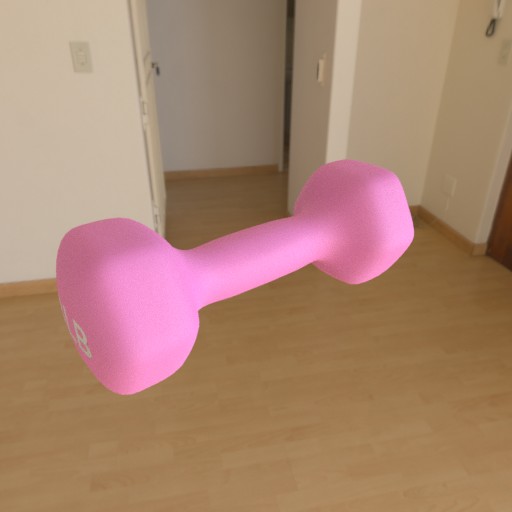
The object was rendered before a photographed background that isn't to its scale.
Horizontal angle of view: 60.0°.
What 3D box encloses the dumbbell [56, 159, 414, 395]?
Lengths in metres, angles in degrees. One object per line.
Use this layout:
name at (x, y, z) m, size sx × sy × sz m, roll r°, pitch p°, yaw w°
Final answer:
dumbbell at (0.000, 0.000, 0.193) m, size 0.159 × 0.058 × 0.064 m, roll -20°, pitch 34°, yaw -32°
